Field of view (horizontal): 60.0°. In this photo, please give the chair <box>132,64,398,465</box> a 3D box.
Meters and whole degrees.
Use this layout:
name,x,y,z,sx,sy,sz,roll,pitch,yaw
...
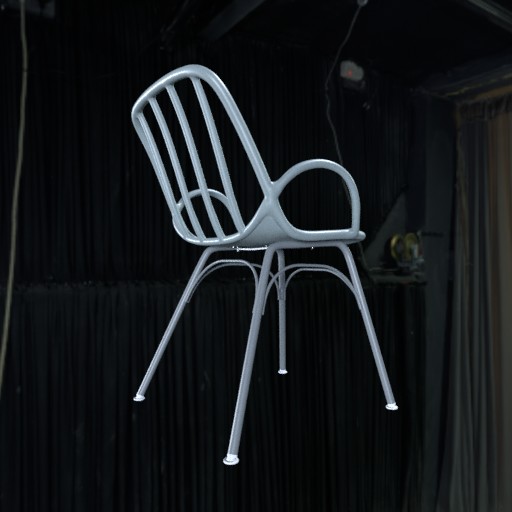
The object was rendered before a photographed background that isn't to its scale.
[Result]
name,x,y,z,sx,sy,sz,roll,pitch,yaw
chair,0.000,0.000,1.211,0.597,0.816,0.549,0,-1,-36
